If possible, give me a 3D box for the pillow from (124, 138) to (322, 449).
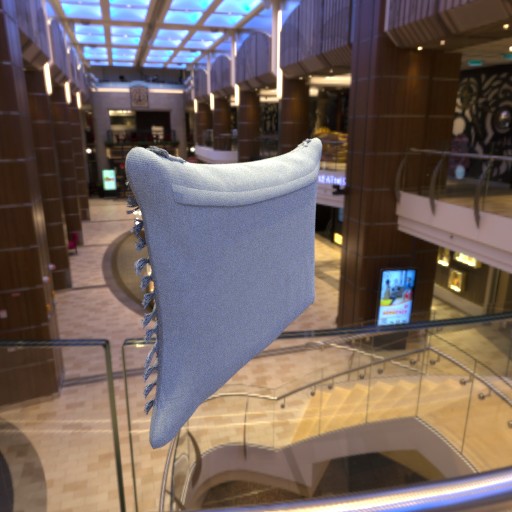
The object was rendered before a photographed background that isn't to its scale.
[{"bbox_3d":[0.000,0.000,0.601,0.084,0.305,0.466,8,18,26],"label":"pillow"}]
